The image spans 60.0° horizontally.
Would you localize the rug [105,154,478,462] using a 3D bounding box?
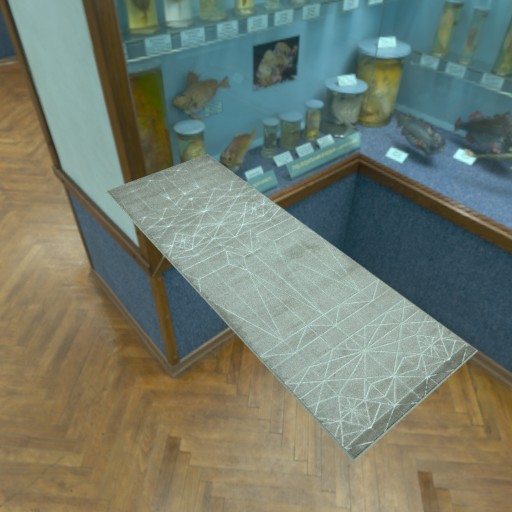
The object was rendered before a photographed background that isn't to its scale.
[{"bbox_3d":[0.000,0.000,2.645,0.864,0.012,2.388,-27,49,-27],"label":"rug"}]
